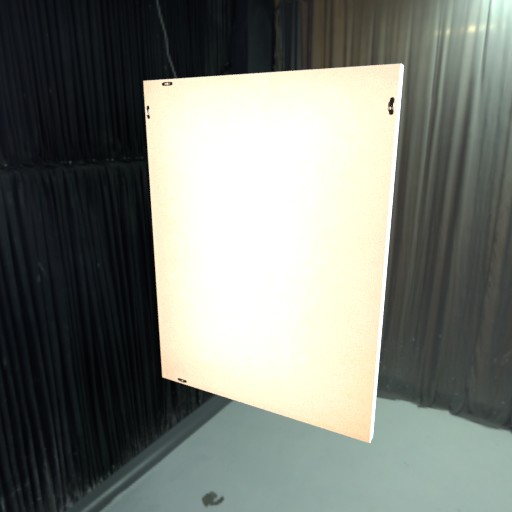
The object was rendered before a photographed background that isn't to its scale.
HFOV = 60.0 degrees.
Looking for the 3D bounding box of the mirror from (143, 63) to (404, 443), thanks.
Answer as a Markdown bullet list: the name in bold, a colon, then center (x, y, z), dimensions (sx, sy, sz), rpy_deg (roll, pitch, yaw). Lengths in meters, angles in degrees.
- **mirror**: center (0.000, 0.000, 1.329), dimensions (0.762, 1.016, 0.040), rpy_deg (8, 18, 27)
